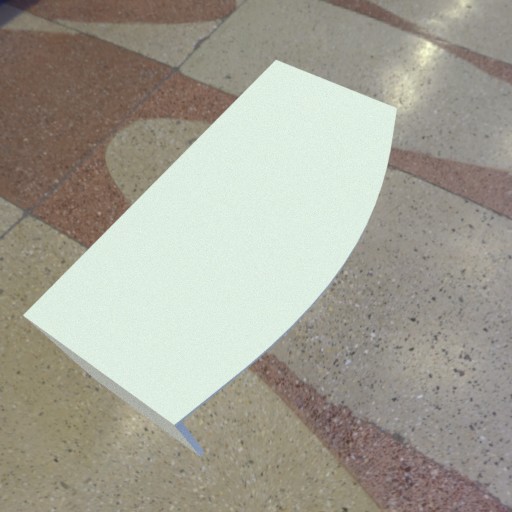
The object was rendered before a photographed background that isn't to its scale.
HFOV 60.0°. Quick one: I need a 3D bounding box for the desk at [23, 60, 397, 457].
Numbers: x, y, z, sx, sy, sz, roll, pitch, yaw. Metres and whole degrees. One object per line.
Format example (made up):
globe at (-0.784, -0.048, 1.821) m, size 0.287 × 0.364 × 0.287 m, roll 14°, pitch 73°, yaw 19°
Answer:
desk at (0.000, 0.000, 2.021) m, size 0.802 × 0.750 × 1.600 m, roll 29°, pitch 63°, yaw 16°
